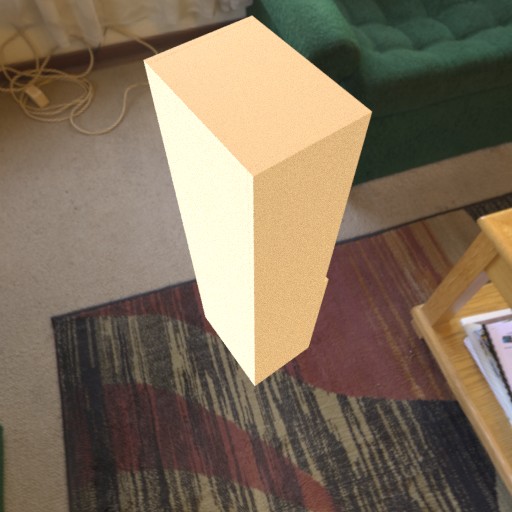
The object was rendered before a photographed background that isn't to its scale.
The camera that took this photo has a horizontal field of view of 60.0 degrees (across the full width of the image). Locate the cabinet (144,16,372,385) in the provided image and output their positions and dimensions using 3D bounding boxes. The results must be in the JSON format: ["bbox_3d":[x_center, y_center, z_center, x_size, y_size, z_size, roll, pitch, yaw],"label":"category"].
[{"bbox_3d":[0.000,0.000,1.477,0.300,1.350,0.400,-32,64,-18],"label":"cabinet"}]
